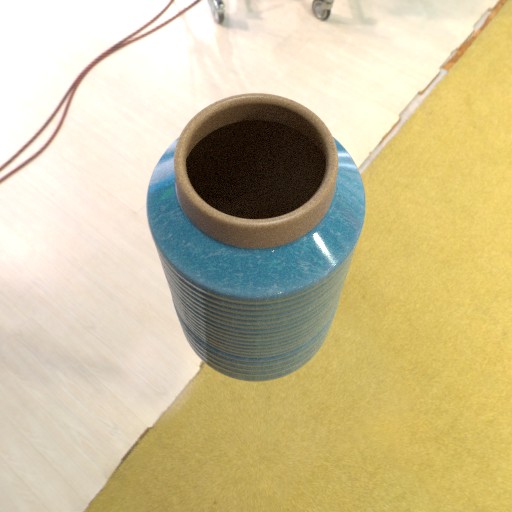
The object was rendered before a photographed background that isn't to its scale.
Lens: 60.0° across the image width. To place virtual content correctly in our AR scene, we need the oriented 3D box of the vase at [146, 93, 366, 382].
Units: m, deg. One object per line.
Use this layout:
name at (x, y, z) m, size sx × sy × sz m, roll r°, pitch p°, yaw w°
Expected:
vase at (0.000, 0.000, 0.363) m, size 0.163 × 0.267 × 0.163 m, roll 0°, pitch 65°, yaw 0°
